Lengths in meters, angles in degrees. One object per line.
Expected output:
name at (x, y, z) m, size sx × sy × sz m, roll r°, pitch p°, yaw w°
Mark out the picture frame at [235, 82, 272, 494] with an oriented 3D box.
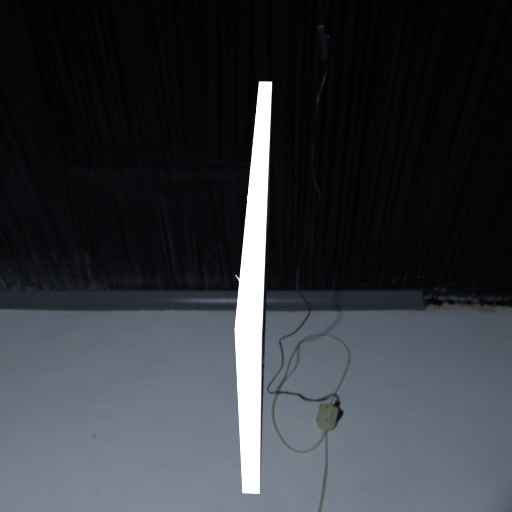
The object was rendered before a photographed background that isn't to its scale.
picture frame at (0.000, 0.000, 0.781) m, size 0.044 × 0.379 × 0.647 m, roll 2°, pitch 41°, yaw 2°
